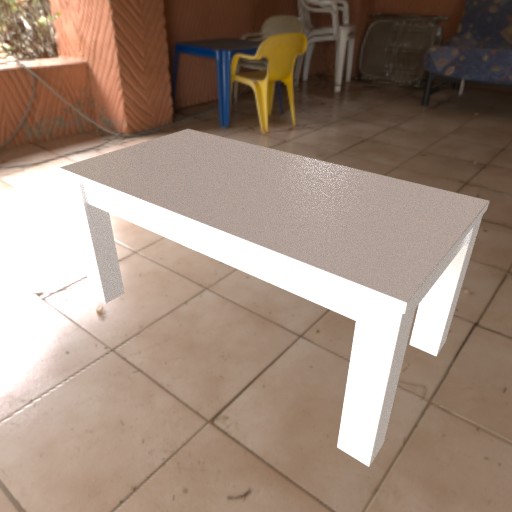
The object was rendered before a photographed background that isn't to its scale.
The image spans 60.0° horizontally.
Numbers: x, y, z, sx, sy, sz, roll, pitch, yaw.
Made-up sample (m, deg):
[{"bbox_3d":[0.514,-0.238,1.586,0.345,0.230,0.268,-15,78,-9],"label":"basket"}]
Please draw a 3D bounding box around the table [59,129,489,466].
[{"bbox_3d":[0.000,0.000,2.245,1.800,0.790,0.900,22,38,32],"label":"table"}]
